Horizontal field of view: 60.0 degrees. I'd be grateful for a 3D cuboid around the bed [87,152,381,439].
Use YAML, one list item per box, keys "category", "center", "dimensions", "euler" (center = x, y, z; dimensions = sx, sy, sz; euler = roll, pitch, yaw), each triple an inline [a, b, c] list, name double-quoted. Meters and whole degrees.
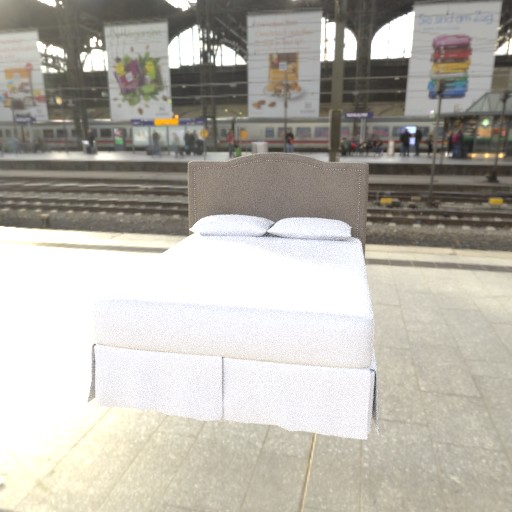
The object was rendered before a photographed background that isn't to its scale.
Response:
- category: "bed"
  center: [0.000, 0.000, 3.304]
  dimensions: [1.744, 1.441, 2.128]
  euler: [3, 15, 10]
